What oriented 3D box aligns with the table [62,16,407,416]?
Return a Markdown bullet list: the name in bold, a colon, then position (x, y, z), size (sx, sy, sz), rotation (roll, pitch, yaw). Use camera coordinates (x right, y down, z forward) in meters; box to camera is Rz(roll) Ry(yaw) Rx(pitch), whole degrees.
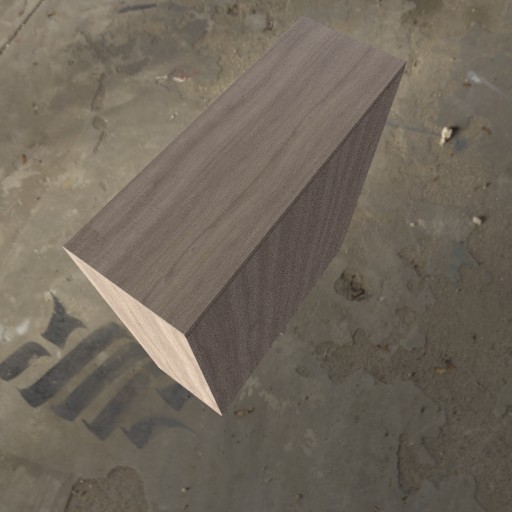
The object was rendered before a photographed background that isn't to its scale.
- **table**: position (0.000, 0.000, 1.875), size (0.398, 1.388, 1.111), rotation (32, 67, 16)
